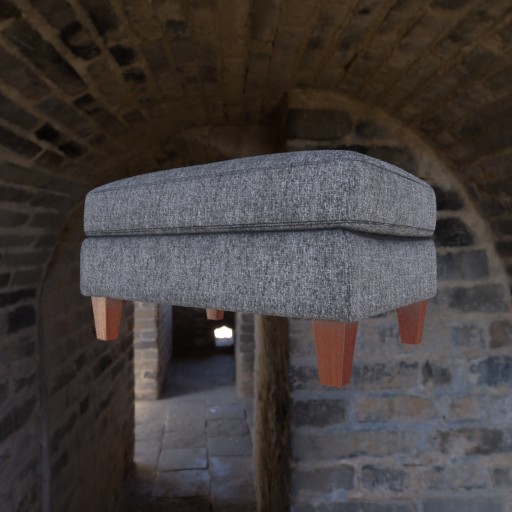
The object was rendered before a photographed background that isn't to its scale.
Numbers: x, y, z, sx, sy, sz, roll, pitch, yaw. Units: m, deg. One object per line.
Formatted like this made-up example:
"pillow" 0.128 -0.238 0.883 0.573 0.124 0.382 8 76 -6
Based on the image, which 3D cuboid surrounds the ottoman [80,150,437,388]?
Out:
"ottoman" 0.000 0.000 1.257 0.864 0.483 0.584 1 1 37
